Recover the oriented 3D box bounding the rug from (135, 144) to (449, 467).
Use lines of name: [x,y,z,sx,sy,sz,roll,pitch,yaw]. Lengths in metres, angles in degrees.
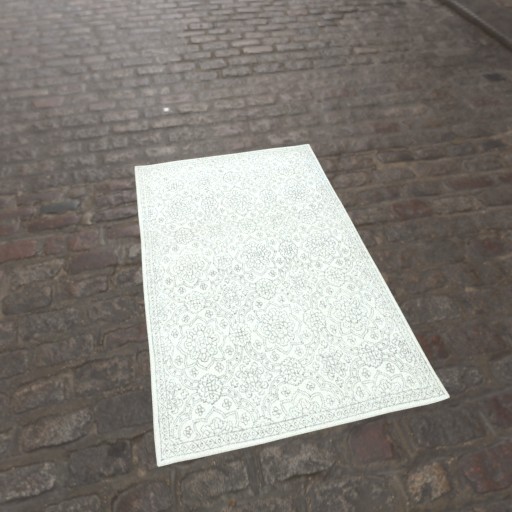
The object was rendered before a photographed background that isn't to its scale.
rug: [0.000,0.000,2.999,1.518,0.023,2.434,-10,48,-9]
